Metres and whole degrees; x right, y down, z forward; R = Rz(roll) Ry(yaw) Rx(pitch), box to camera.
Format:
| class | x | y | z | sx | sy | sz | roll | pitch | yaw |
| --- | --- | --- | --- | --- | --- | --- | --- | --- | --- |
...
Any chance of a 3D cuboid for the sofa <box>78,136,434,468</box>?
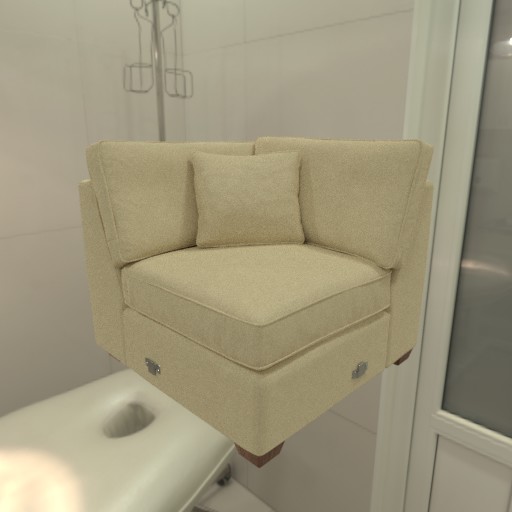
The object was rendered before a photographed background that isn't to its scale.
| class | x | y | z | sx | sy | sz | roll | pitch | yaw |
| --- | --- | --- | --- | --- | --- | --- | --- | --- | --- |
| sofa | 0.000 | 0.000 | 1.942 | 1.146 | 1.002 | 1.084 | 15 | 22 | 43 |
